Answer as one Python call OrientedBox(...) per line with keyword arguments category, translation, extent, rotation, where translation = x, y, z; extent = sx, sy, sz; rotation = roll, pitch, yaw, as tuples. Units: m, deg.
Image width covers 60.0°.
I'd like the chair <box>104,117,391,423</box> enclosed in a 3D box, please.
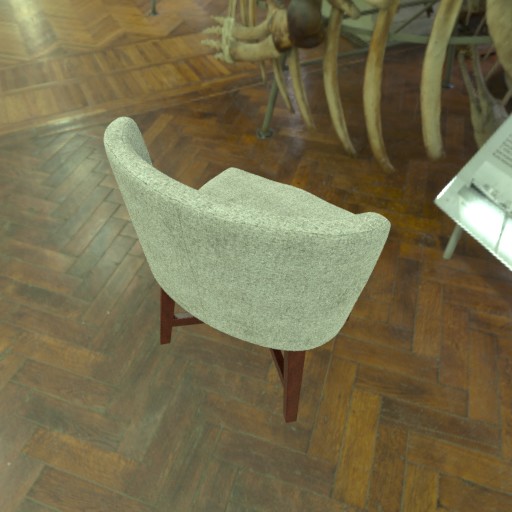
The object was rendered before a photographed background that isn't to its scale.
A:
OrientedBox(category="chair", translation=(0.000, 0.000, 1.310), extent=(0.728, 0.827, 0.575), rotation=(25, 52, 22))
